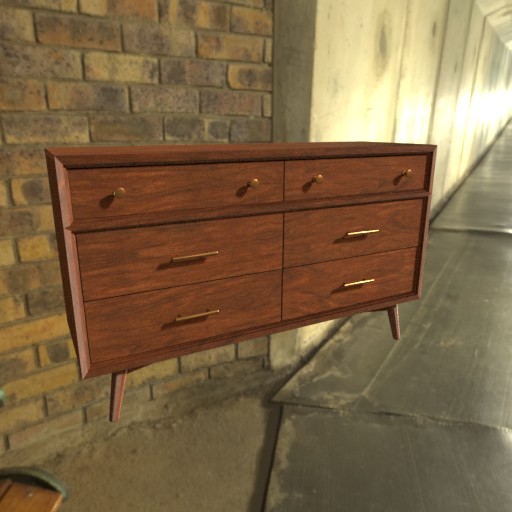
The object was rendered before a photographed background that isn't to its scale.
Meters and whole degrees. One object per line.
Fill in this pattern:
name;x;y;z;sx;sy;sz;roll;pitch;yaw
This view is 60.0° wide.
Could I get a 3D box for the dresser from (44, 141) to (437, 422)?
dresser;0.000;0.000;1.847;1.472;0.889;0.500;-8;18;-26
